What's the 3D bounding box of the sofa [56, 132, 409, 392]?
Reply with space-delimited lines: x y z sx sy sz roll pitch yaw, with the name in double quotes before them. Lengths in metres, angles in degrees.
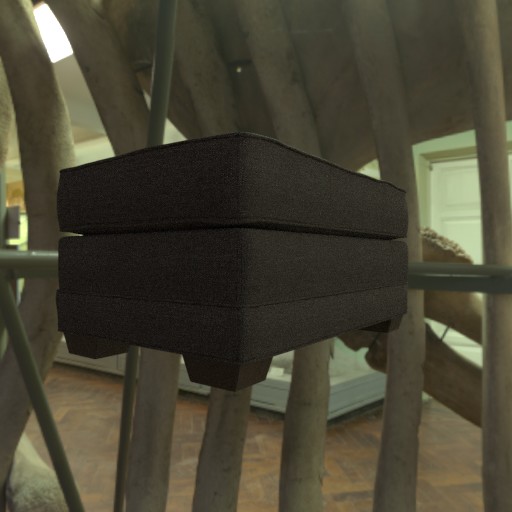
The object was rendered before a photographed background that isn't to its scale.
"sofa" 0.000 0.000 1.205 0.578 0.457 0.854 0 0 37
